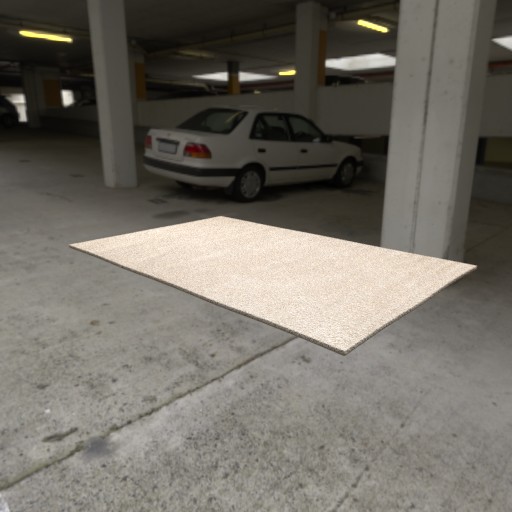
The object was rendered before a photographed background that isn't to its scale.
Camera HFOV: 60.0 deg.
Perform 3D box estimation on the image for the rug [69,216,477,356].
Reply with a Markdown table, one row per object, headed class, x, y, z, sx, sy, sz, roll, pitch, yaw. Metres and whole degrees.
| class | x | y | z | sx | sy | sz | roll | pitch | yaw |
| --- | --- | --- | --- | --- | --- | --- | --- | --- | --- |
| rug | 0.000 | 0.000 | 2.992 | 2.346 | 0.025 | 1.500 | 15 | 22 | 41 |
